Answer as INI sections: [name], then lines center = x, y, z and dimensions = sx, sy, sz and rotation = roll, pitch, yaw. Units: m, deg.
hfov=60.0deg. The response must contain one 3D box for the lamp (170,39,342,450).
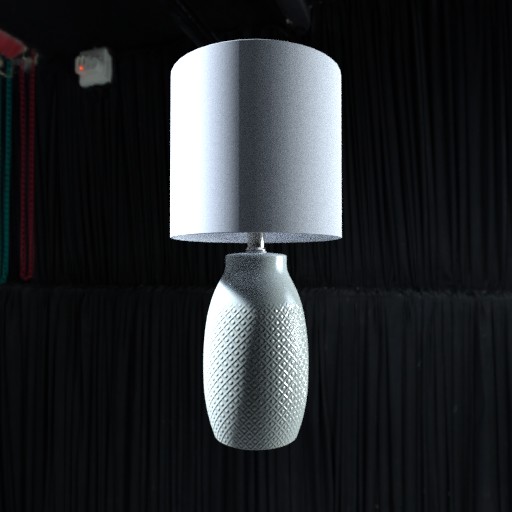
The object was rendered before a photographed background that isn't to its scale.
[lamp]
center = 0.000, 0.000, 0.570
dimensions = 0.217, 0.453, 0.217
rotation = 0, -1, 18
